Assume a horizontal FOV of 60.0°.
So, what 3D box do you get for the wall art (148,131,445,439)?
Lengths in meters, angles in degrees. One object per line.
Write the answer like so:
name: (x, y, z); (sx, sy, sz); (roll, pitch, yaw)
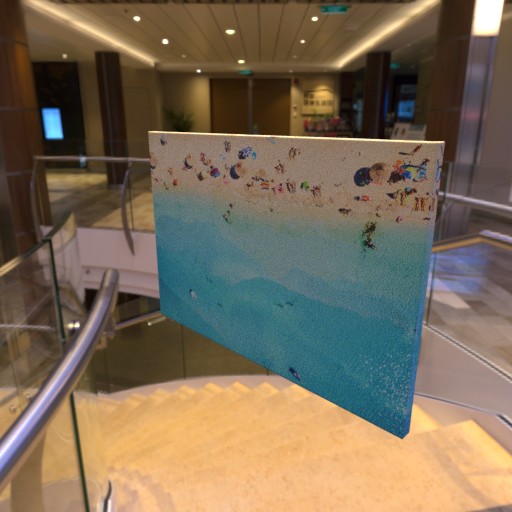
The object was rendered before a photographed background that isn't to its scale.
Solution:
wall art: (0.000, 0.000, 1.461); (1.136, 0.769, 0.040); (16, 24, 42)
